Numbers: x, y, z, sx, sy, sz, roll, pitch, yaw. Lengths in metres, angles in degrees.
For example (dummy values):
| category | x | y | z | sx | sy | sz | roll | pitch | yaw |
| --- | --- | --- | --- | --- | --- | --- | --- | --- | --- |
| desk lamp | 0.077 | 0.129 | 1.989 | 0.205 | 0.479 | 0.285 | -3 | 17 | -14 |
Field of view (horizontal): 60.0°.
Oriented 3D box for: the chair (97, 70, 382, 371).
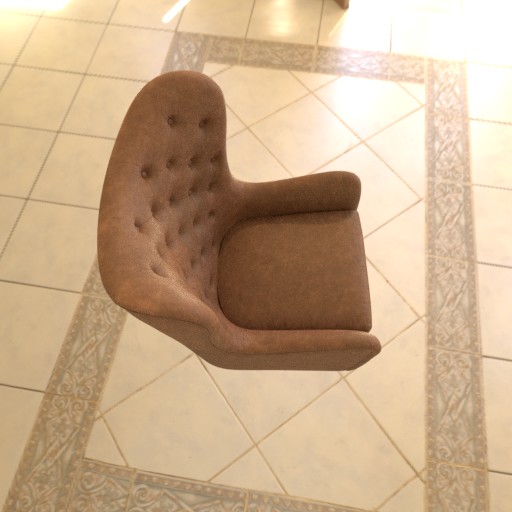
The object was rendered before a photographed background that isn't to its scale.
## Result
| category | x | y | z | sx | sy | sz | roll | pitch | yaw |
| --- | --- | --- | --- | --- | --- | --- | --- | --- | --- |
| chair | 0.000 | 0.000 | 1.722 | 0.930 | 1.079 | 0.831 | 0 | 65 | 0 |
